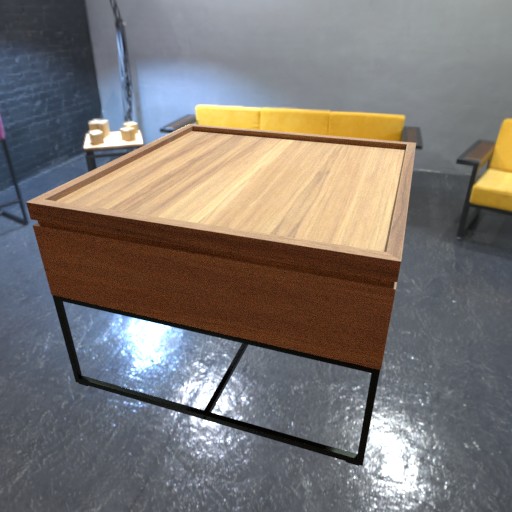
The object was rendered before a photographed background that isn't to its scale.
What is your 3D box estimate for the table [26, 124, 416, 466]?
[{"bbox_3d":[0.000,0.000,1.123,0.676,0.464,0.679,10,31,17],"label":"table"}]
